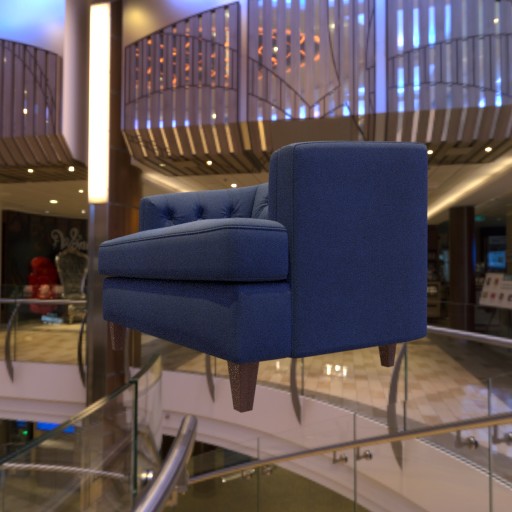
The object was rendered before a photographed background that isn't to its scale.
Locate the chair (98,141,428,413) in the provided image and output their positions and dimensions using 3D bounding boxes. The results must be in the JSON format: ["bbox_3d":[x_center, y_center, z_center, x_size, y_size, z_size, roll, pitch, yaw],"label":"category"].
[{"bbox_3d":[0.000,0.000,1.715,0.914,0.787,1.118,1,-2,-35],"label":"chair"}]
